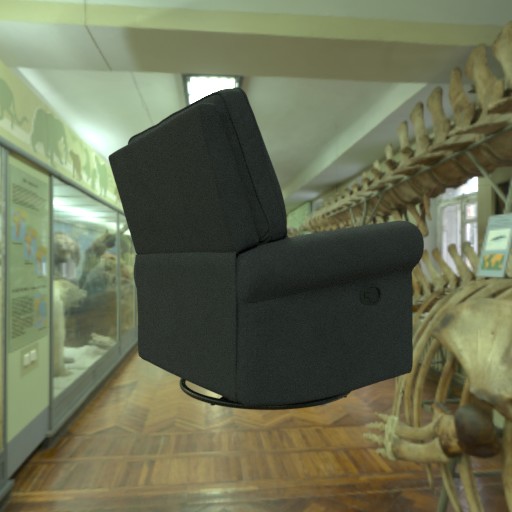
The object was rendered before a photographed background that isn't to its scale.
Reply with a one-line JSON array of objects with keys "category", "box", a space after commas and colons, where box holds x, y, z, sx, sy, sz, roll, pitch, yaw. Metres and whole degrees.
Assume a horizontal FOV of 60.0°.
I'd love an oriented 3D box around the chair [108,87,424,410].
[{"category": "chair", "box": [0.000, 0.000, 1.657, 0.878, 0.961, 0.890, 0, -1, -37]}]
